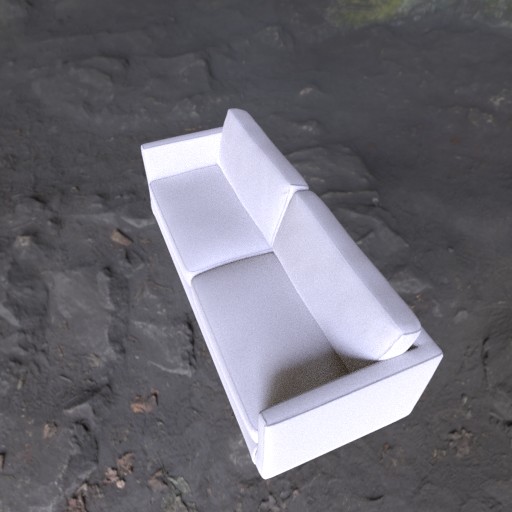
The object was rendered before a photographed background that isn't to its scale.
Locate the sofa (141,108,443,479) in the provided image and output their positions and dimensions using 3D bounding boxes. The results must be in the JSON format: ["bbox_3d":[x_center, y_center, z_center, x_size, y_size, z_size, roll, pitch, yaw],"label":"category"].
[{"bbox_3d":[0.000,0.000,2.878,0.951,0.962,2.361,-17,48,-16],"label":"sofa"}]
